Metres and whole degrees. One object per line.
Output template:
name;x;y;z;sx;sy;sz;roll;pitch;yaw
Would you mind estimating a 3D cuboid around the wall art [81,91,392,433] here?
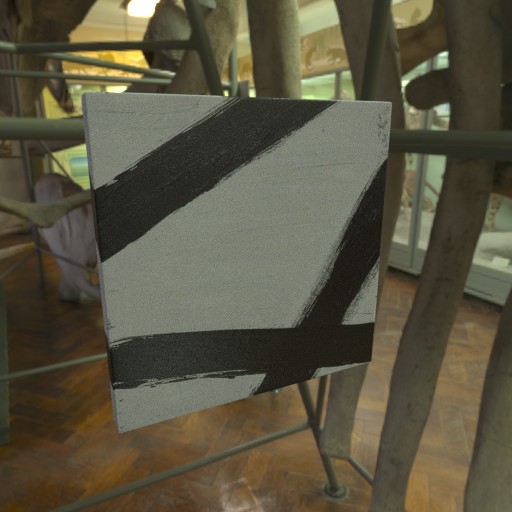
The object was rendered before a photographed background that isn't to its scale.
wall art;0.000;0.000;0.757;0.507;0.508;0.050;-8;18;-25
